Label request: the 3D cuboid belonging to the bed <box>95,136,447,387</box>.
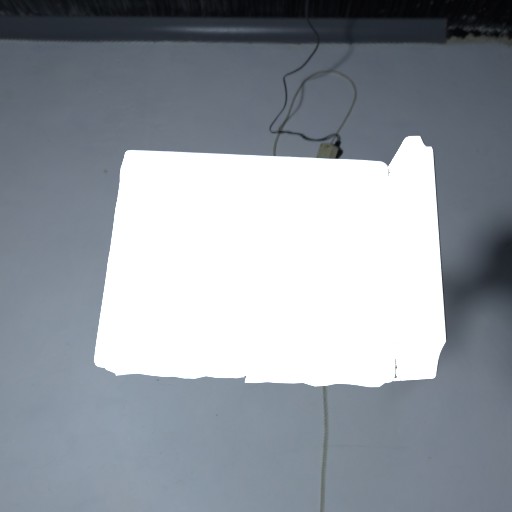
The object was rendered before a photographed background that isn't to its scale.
[{"bbox_3d":[0.000,0.000,3.603,2.498,1.293,1.977,3,74,1],"label":"bed"}]
